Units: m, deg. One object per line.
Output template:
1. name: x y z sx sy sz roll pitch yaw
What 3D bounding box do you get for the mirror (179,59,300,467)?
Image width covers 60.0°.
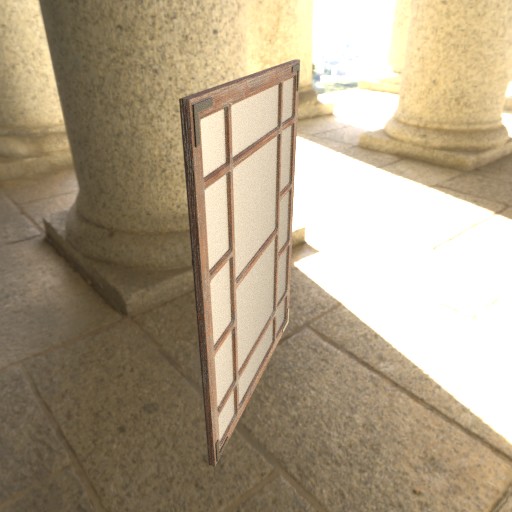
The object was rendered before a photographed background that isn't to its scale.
1. mirror: 0.000 0.000 1.300 0.025 0.996 0.705 11 31 18
